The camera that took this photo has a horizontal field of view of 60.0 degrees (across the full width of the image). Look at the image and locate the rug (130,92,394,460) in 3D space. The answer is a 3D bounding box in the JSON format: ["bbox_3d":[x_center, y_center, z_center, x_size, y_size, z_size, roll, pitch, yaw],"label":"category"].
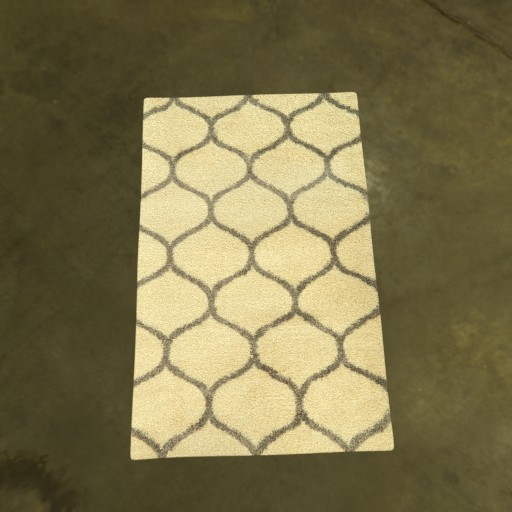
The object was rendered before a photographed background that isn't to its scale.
[{"bbox_3d":[0.000,0.000,2.824,1.501,0.024,2.348,-2,75,0],"label":"rug"}]
